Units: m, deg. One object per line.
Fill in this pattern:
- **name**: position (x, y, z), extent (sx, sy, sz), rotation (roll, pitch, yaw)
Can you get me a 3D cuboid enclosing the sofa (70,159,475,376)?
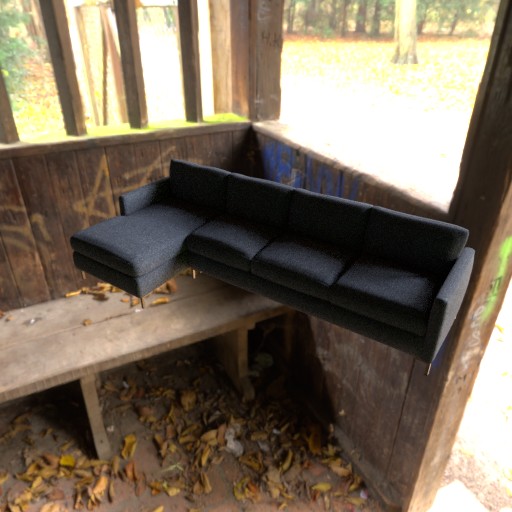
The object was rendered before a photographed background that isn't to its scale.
- **sofa**: position (0.000, 0.000, 3.473), extent (2.932, 0.810, 1.350), rotation (19, 35, 29)
